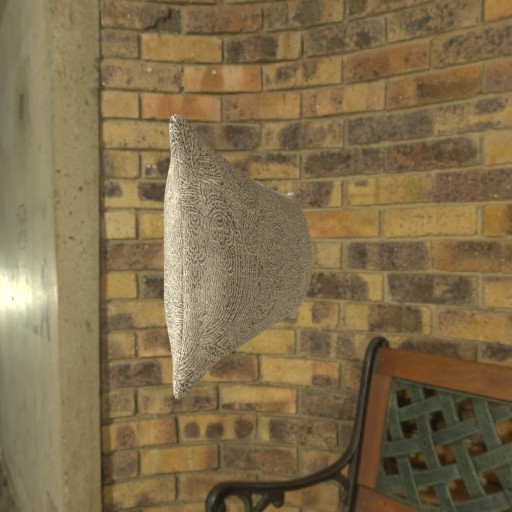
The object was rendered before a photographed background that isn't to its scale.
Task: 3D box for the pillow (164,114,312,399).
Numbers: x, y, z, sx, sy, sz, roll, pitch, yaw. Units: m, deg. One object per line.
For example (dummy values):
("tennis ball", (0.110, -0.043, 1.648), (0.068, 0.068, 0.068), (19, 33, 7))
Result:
("pillow", (0.000, 0.000, 0.745), (0.151, 0.295, 0.615), (0, 0, 16))
